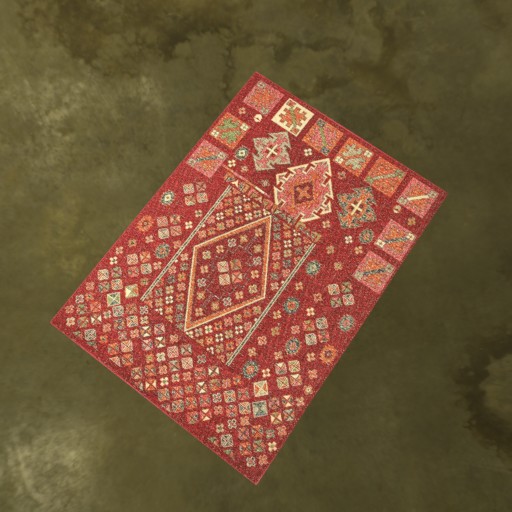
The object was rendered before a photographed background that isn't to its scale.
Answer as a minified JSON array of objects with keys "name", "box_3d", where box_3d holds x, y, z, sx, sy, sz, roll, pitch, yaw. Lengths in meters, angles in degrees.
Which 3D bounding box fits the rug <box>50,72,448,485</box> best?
[{"name":"rug","box_3d":[0.000,0.000,2.844,1.579,0.007,2.184,35,79,8]}]
